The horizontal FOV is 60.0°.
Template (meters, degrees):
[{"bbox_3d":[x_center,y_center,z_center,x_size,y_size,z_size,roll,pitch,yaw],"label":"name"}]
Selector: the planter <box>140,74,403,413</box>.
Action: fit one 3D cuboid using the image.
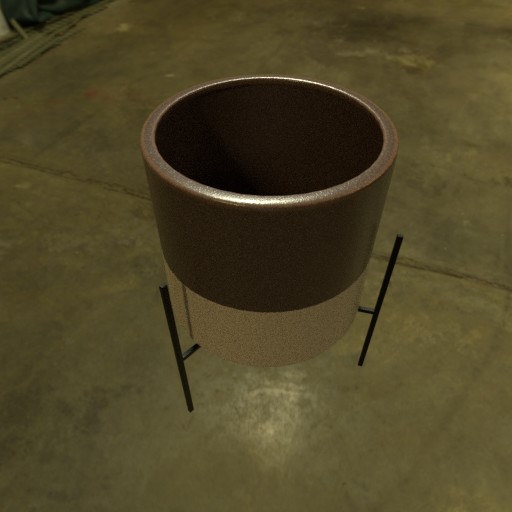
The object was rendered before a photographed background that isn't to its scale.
[{"bbox_3d":[0.000,0.000,0.534,0.250,0.353,0.260,-17,47,-16],"label":"planter"}]
